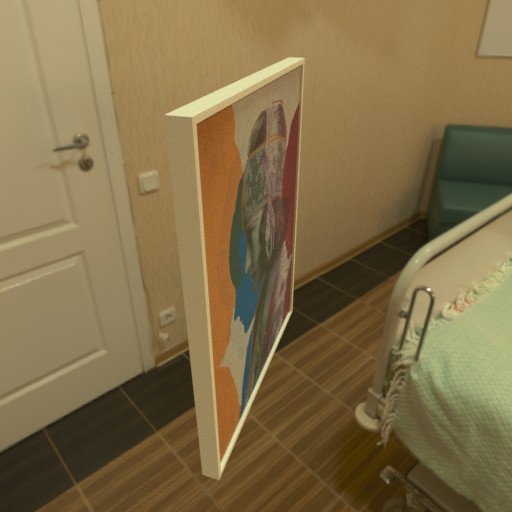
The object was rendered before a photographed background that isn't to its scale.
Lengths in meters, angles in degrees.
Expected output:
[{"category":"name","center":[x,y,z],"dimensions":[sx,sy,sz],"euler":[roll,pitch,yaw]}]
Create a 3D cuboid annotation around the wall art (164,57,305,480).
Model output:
[{"category":"wall art","center":[0.000,0.000,0.727],"dimensions":[0.030,0.549,0.443],"euler":[10,32,16]}]
